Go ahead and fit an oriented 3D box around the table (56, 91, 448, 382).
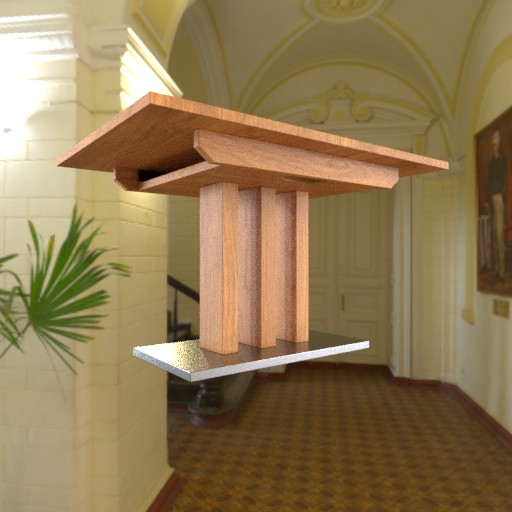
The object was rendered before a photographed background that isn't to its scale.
[{"bbox_3d":[0.000,0.000,1.785,1.300,0.770,0.900,0,0,-37],"label":"table"}]
